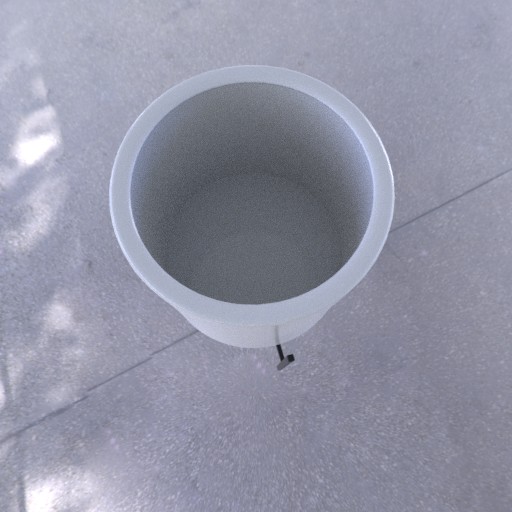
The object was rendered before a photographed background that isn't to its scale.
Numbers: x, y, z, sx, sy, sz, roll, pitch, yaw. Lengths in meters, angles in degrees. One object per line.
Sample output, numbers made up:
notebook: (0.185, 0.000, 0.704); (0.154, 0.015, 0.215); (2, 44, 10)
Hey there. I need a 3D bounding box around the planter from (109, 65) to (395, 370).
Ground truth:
planter: (0.000, 0.000, 0.732); (0.360, 0.480, 0.361); (-15, 74, -4)
